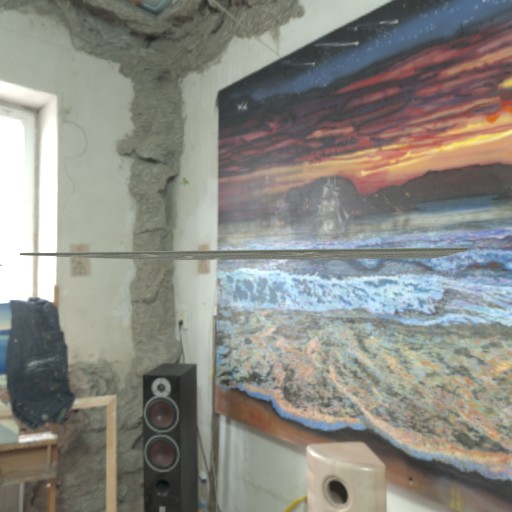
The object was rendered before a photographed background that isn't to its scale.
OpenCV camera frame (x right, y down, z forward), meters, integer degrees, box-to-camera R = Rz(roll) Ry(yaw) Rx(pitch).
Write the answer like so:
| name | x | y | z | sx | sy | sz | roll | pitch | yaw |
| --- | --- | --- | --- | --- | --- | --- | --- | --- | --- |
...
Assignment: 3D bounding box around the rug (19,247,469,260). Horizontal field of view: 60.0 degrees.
| name | x | y | z | sx | sy | sz | roll | pitch | yaw |
| --- | --- | --- | --- | --- | --- | --- | --- | --- | --- |
| rug | 0.000 | 0.000 | 2.846 | 2.290 | 0.014 | 1.526 | 0 | -2 | 17 |
